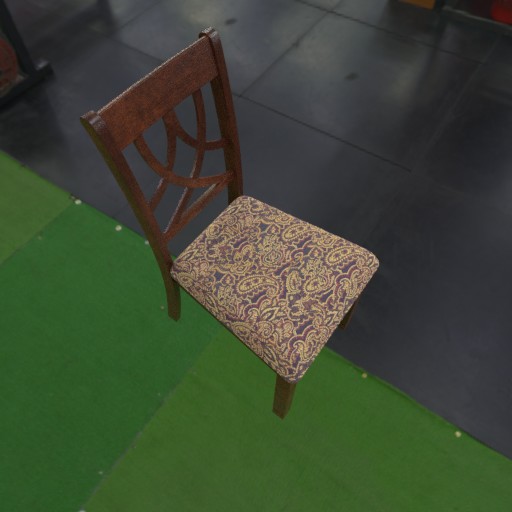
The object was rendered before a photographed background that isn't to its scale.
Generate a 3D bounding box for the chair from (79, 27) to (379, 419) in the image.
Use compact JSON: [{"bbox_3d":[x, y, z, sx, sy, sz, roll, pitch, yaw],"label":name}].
[{"bbox_3d":[0.000,0.000,1.259,0.584,0.965,0.457,32,63,19],"label":"chair"}]
